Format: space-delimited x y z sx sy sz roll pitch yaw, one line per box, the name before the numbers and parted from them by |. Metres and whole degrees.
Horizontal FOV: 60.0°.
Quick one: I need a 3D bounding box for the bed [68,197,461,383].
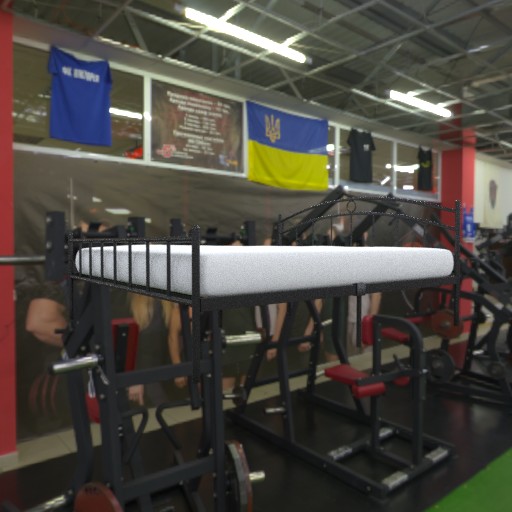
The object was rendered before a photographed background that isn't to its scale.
bed | 0.000 0.000 3.120 2.040 0.940 1.880 -1 2 -37
